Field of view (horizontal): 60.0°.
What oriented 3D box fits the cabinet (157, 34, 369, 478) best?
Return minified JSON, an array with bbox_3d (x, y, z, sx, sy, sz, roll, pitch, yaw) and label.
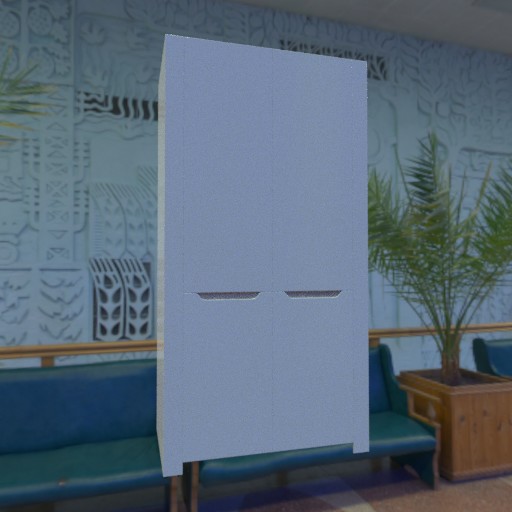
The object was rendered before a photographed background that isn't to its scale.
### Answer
[{"bbox_3d":[0.000,0.000,2.322,0.980,1.920,0.580,0,-1,-15],"label":"cabinet"}]
